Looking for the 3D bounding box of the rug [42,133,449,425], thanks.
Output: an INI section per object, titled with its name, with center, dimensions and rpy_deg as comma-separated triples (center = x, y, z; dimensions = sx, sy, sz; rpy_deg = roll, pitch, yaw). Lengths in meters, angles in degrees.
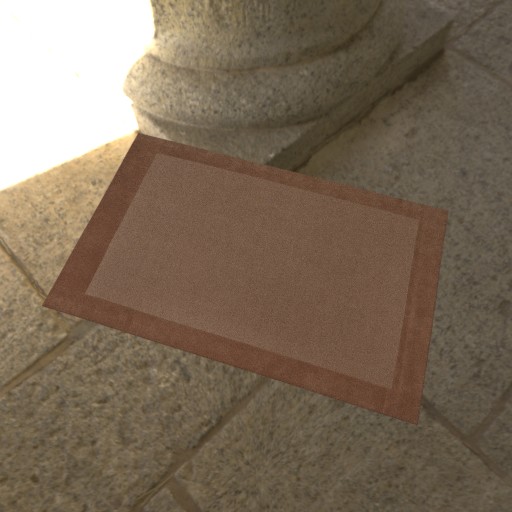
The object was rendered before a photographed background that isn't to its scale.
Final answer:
[rug]
center = 0.000, 0.000, 3.040
dimensions = 2.438, 0.014, 1.524
rpy_deg = 16, 65, 8
